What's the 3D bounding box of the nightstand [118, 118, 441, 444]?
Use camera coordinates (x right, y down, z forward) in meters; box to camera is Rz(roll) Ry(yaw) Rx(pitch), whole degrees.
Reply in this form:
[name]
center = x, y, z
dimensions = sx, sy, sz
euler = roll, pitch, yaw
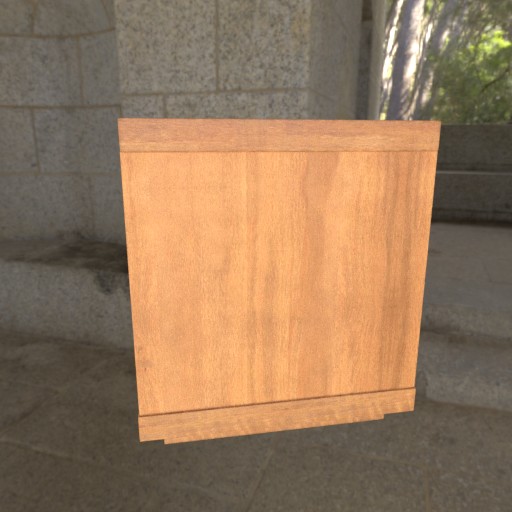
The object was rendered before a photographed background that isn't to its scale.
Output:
[nightstand]
center = 0.000, 0.000, 0.870
dimensions = 0.436, 0.491, 0.493
euler = -3, 15, -10
